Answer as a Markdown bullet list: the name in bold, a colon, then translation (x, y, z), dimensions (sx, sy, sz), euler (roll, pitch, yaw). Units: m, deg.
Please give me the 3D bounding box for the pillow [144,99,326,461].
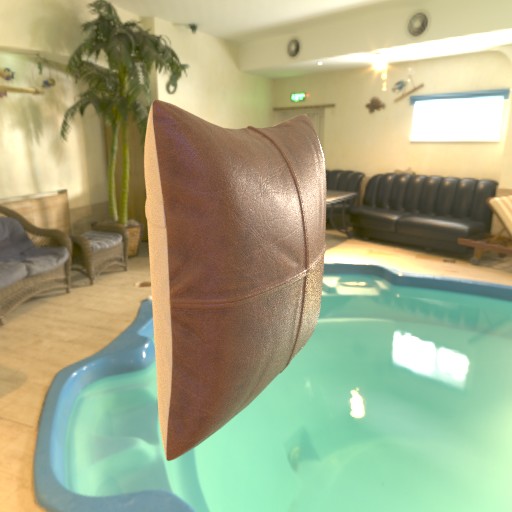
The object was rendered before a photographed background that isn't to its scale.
- **pillow**: translation (0.000, 0.000, 0.734), dimensions (0.192, 0.470, 0.484), euler (8, 17, 26)
